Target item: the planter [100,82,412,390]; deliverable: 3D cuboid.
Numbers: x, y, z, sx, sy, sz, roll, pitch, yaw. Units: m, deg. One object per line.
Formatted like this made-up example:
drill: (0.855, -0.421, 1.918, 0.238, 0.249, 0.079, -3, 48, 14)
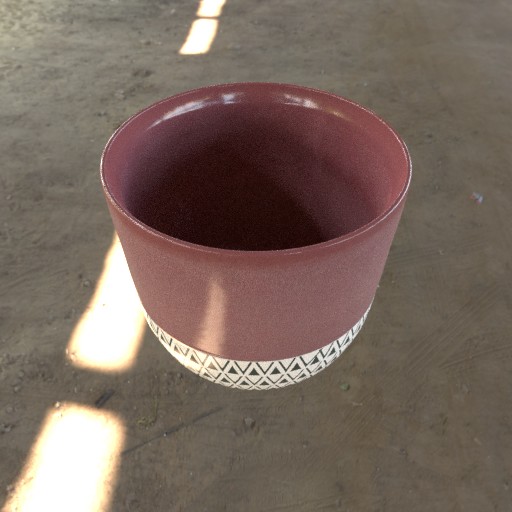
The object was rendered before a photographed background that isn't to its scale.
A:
planter: (0.000, 0.000, 0.483, 0.266, 0.270, 0.266, 0, 45, 0)
